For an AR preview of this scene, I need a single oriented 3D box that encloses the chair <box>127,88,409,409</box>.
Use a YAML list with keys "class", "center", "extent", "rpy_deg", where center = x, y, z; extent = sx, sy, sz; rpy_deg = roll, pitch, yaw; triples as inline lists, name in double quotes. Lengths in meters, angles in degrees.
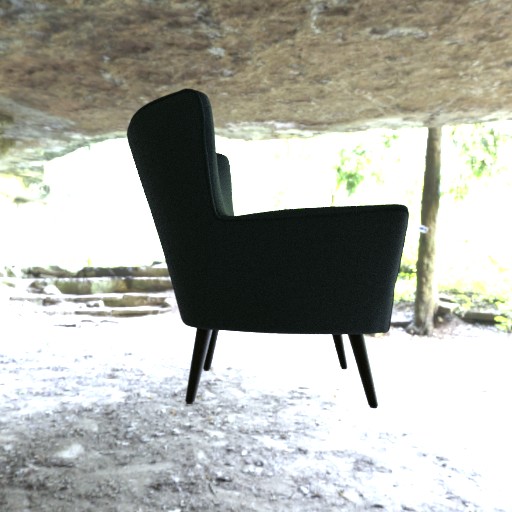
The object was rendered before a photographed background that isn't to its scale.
- class: "chair"
  center: [0.000, 0.000, 1.609]
  extent: [0.888, 0.933, 0.781]
  rpy_deg: [0, -1, 1]
